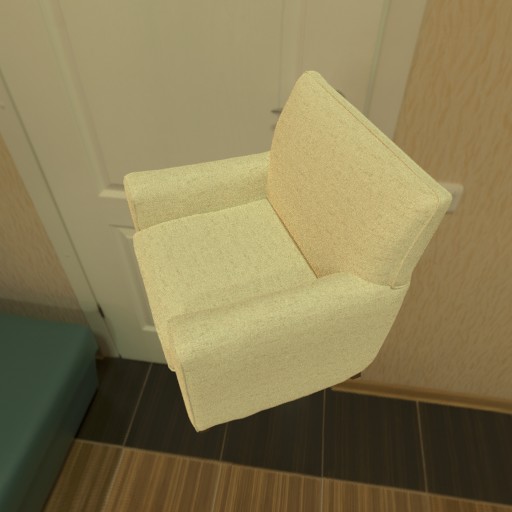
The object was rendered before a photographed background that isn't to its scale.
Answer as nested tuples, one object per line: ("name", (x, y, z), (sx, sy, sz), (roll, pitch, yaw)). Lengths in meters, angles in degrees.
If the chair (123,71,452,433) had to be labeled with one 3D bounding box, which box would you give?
("chair", (0.000, 0.000, 1.626), (0.823, 0.943, 0.870), (-15, 48, -14))
